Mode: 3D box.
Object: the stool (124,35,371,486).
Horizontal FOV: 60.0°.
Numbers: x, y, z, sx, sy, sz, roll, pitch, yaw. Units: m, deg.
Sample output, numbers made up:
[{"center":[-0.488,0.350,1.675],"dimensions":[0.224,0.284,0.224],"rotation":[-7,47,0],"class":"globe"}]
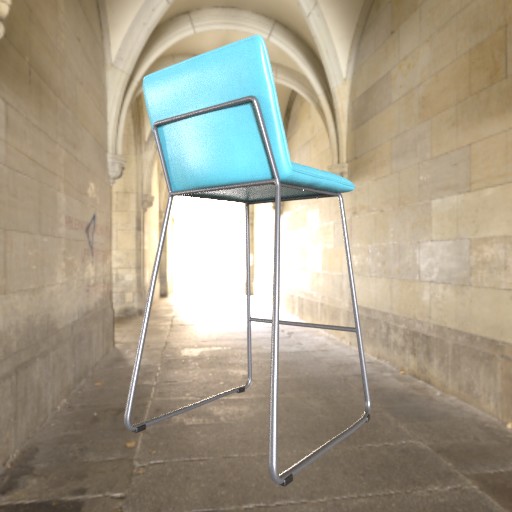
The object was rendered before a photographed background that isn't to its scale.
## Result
[{"center":[0.000,0.000,1.227],"dimensions":[0.489,0.936,0.524],"rotation":[0,0,36],"class":"stool"}]
